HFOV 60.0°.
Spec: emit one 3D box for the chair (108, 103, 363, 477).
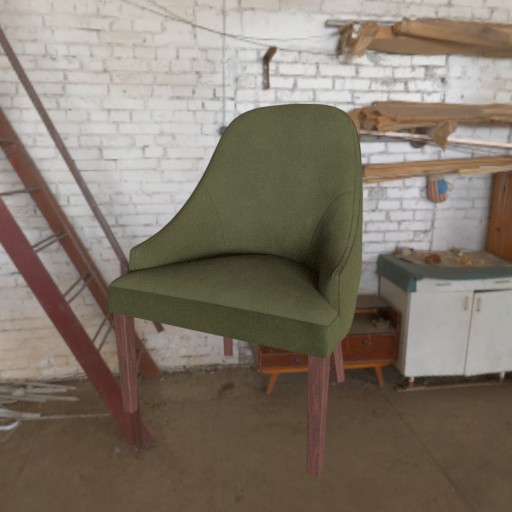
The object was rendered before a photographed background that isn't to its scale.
[{"bbox_3d":[0.000,0.000,1.300,0.643,0.889,0.575,7,15,26],"label":"chair"}]
